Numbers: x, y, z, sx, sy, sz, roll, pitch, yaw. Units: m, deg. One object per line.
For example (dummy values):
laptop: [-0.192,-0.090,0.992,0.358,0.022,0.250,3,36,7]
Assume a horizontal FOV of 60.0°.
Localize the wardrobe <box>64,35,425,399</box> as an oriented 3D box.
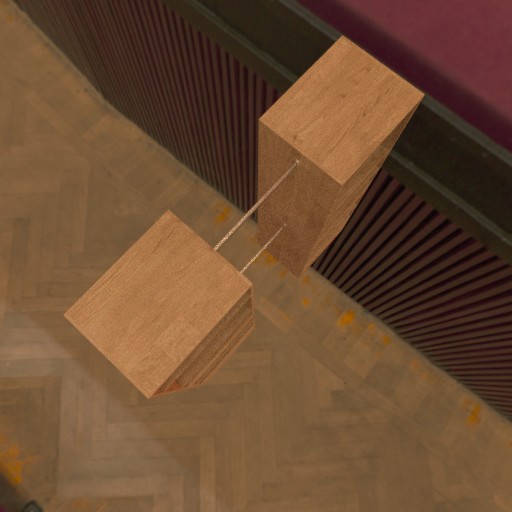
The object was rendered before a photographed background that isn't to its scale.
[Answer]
wardrobe: [0.000,0.000,2.859,0.480,2.000,1.770,41,79,10]
